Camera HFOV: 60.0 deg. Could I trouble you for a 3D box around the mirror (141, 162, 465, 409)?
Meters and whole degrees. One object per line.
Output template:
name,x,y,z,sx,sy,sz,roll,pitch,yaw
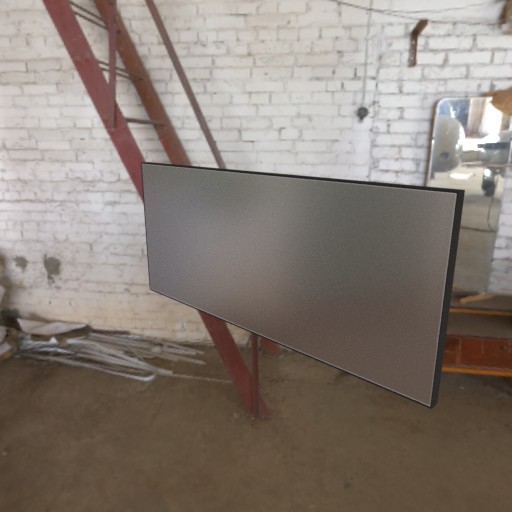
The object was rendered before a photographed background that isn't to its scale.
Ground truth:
mirror,0.000,0.000,1.853,1.584,0.692,0.047,15,22,41
